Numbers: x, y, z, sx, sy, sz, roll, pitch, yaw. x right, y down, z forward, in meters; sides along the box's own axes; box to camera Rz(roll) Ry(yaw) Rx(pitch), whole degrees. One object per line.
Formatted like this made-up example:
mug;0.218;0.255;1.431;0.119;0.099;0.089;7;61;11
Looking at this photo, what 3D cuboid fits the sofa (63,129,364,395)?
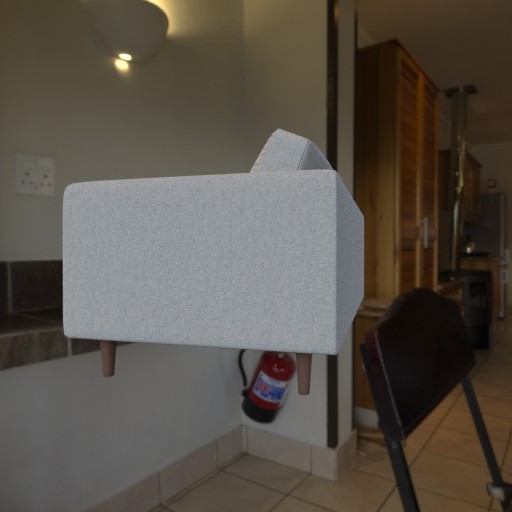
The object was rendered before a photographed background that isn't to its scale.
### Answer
sofa;0.000;0.000;2.264;1.000;0.900;1.731;0;1;16
